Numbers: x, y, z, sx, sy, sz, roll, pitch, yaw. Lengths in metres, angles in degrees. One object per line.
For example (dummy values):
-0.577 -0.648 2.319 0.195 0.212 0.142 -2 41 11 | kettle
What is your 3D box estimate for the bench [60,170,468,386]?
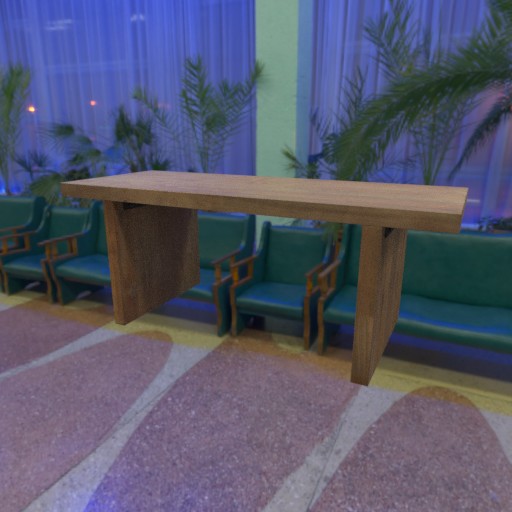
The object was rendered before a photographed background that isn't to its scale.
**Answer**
0.000 0.000 1.438 1.183 0.458 0.458 8 18 25 | bench
